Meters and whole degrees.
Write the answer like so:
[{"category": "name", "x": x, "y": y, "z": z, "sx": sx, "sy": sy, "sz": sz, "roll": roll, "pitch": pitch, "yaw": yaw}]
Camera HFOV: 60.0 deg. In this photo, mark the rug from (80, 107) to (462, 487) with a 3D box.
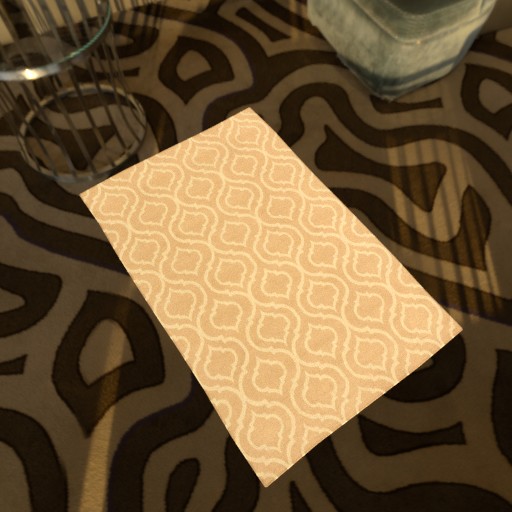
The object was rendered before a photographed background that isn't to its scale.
[{"category": "rug", "x": 0.000, "y": 0.000, "z": 2.252, "sx": 1.152, "sy": 0.013, "sz": 1.761, "roll": -32, "pitch": 67, "yaw": -16}]
